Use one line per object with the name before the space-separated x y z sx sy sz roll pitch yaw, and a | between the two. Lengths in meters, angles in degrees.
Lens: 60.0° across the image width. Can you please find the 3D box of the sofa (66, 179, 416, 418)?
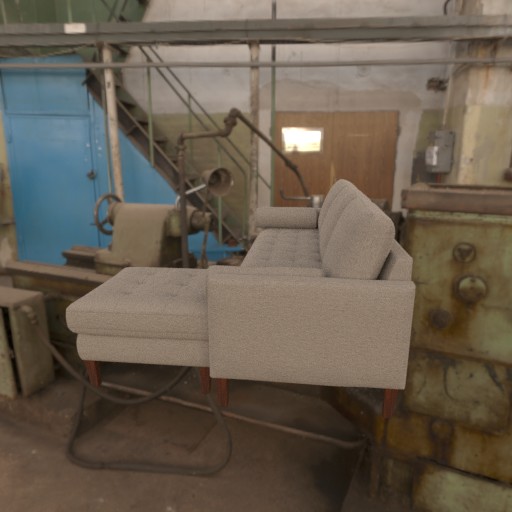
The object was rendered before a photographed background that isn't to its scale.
sofa | 0.000 0.000 2.876 1.506 0.875 2.178 2 14 7
